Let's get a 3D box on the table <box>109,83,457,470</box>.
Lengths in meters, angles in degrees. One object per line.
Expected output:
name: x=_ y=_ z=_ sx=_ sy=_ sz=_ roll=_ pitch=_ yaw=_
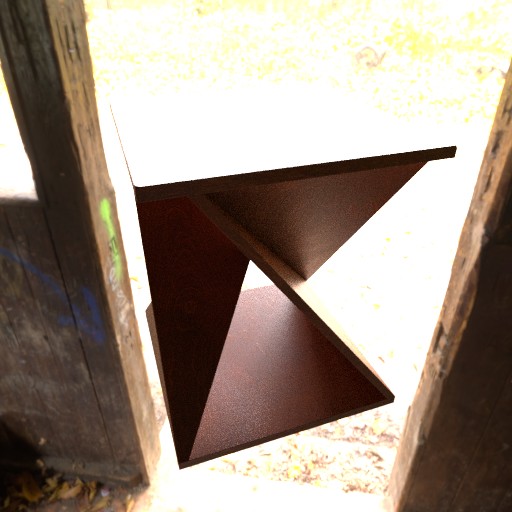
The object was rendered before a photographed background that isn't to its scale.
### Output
table: x=0.000 y=0.000 z=0.846 sx=0.427 sy=0.520 sz=0.427 roll=-11 pitch=34 yaw=-16
